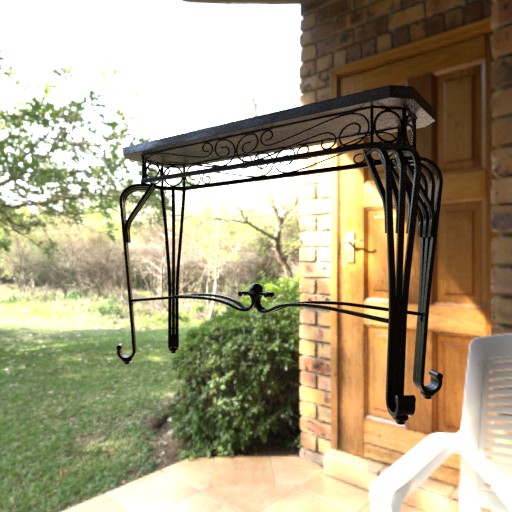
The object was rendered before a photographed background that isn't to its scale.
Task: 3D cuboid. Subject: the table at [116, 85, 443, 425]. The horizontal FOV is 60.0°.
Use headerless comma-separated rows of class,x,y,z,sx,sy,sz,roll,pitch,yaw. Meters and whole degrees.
table,0.000,0.000,1.451,1.112,0.800,0.329,0,0,36
